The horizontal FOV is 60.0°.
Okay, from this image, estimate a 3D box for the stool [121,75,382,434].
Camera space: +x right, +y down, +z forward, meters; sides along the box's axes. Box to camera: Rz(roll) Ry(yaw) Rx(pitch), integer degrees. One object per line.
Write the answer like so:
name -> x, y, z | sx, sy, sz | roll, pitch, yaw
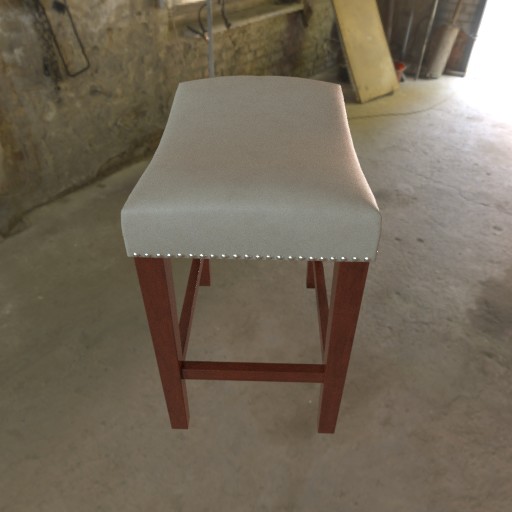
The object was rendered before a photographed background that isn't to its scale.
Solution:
stool -> 0.000, 0.000, 0.978 | 0.375, 0.632, 0.509 | 1, 41, 1
